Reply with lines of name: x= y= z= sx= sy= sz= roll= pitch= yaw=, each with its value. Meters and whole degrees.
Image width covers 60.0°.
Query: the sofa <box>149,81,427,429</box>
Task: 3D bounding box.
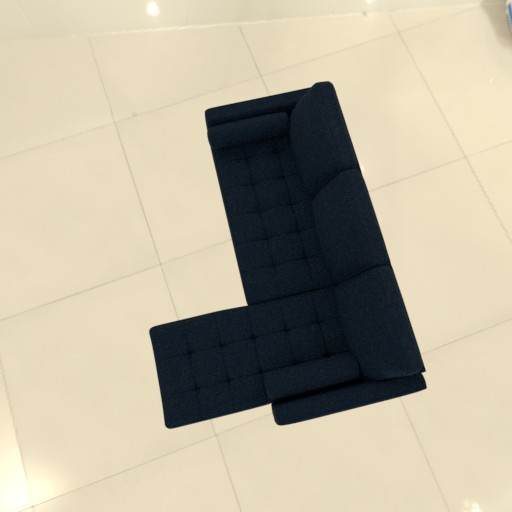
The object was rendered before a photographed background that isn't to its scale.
sofa: x=0.000 y=0.000 z=3.018 sx=1.613 sy=0.841 sz=2.185 roll=-13 pitch=76 yaw=-3
